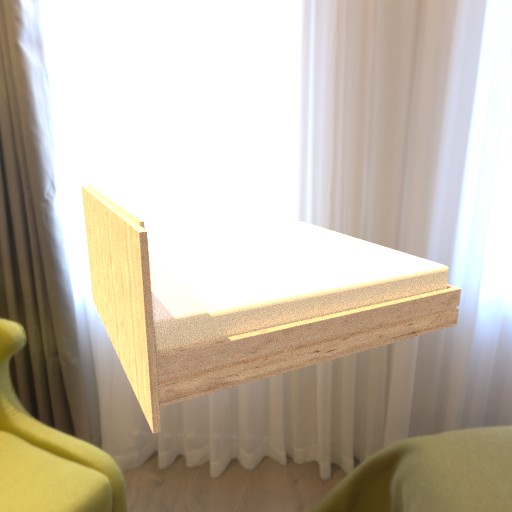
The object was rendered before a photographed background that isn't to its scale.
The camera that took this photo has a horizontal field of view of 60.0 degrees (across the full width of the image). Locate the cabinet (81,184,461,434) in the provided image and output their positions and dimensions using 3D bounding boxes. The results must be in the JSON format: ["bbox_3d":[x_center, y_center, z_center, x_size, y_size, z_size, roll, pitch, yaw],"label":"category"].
[{"bbox_3d":[0.000,0.000,3.216,2.080,0.970,1.950,-8,17,-26],"label":"cabinet"}]
